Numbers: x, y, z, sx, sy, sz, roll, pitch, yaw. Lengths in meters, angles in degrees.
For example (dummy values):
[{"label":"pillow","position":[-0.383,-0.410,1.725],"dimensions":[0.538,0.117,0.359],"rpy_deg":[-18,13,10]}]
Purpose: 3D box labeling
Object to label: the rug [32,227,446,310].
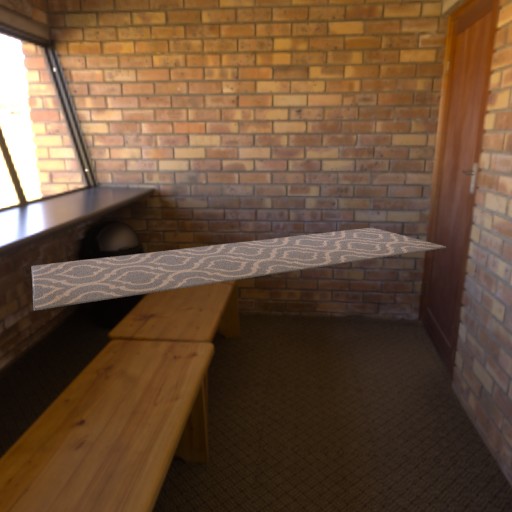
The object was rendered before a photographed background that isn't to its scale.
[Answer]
[{"label":"rug","position":[0.000,0.000,2.510],"dimensions":[2.275,0.009,0.684],"rpy_deg":[-7,17,-26]}]
